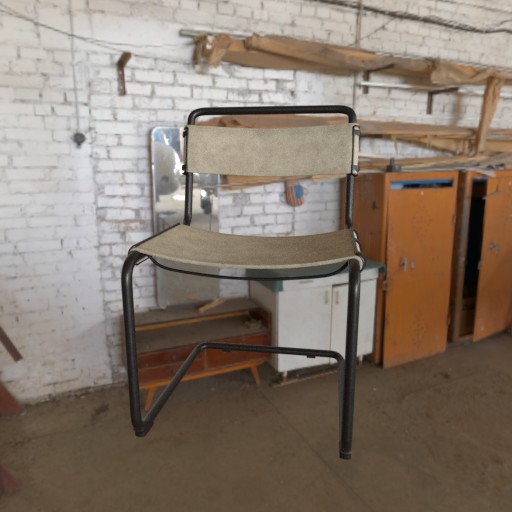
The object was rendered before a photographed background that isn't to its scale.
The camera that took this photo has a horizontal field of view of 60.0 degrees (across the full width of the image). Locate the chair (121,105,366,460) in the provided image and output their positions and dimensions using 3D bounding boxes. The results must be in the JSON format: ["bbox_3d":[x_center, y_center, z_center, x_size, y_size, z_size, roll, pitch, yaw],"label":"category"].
[{"bbox_3d":[0.000,0.000,1.085,0.499,0.747,0.497,2,13,9],"label":"chair"}]
